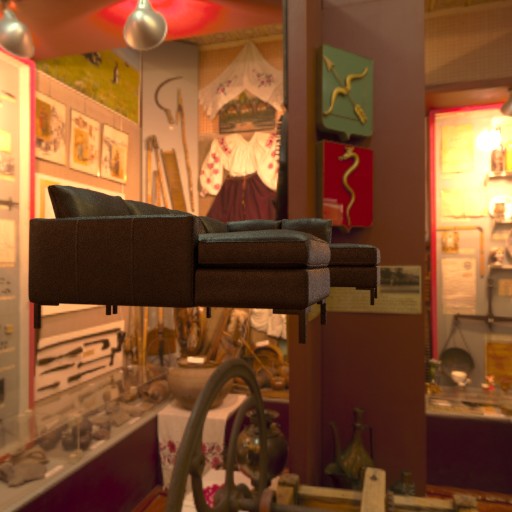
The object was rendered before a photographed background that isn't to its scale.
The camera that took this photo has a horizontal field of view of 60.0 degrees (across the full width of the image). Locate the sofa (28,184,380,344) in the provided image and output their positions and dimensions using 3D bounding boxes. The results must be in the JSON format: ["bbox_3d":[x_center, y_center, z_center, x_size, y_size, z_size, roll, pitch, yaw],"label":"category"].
[{"bbox_3d":[0.000,0.000,3.750,1.939,0.900,2.956,0,-1,18],"label":"sofa"}]
